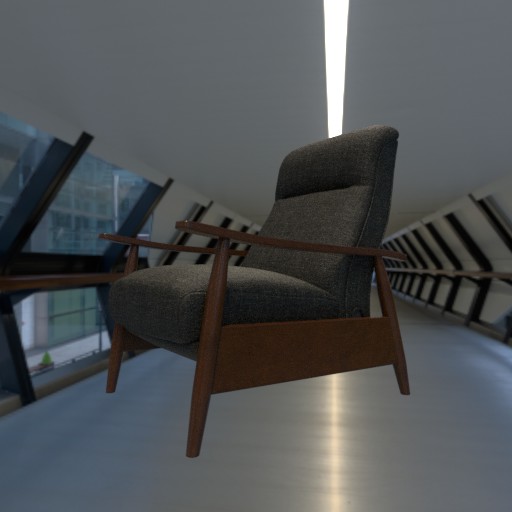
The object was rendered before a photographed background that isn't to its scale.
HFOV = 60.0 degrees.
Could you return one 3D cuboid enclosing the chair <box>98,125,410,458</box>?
[{"bbox_3d":[0.000,0.000,1.754,1.014,1.082,0.762,0,-1,-36],"label":"chair"}]
